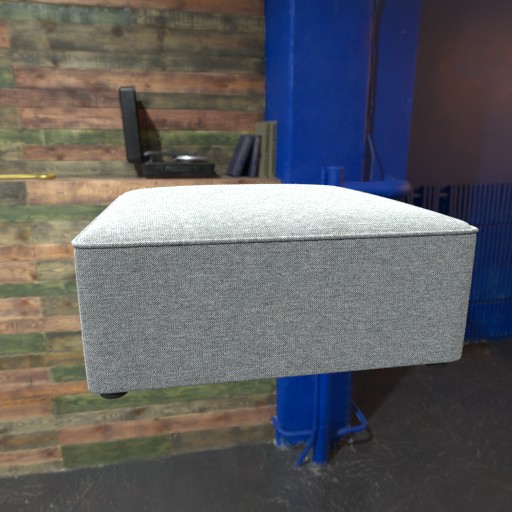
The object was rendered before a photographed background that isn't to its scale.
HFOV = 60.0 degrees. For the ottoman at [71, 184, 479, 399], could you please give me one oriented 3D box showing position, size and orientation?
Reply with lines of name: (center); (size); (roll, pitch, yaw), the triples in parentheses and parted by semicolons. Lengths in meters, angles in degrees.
ottoman: (0.000, 0.000, 1.555); (1.005, 0.455, 1.005); (-3, 14, -10)
